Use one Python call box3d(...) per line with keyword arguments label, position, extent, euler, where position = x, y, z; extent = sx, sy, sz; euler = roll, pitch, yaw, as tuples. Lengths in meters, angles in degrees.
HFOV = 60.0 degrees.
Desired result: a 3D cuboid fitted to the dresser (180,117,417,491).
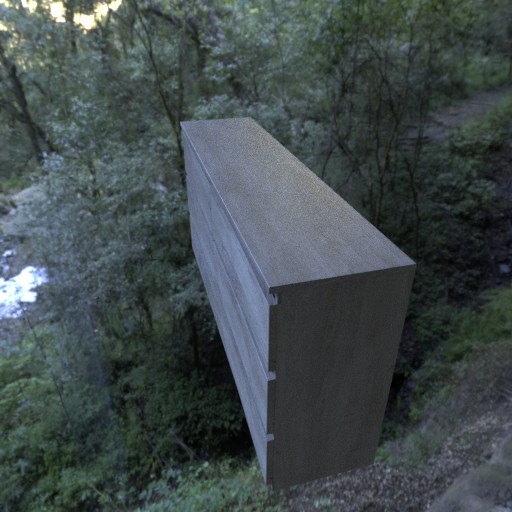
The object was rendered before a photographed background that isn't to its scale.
box3d(label="dresser", position=(0.000, 0.000, 1.912), extent=(0.390, 0.795, 1.590), euler=(-8, 32, -14))
